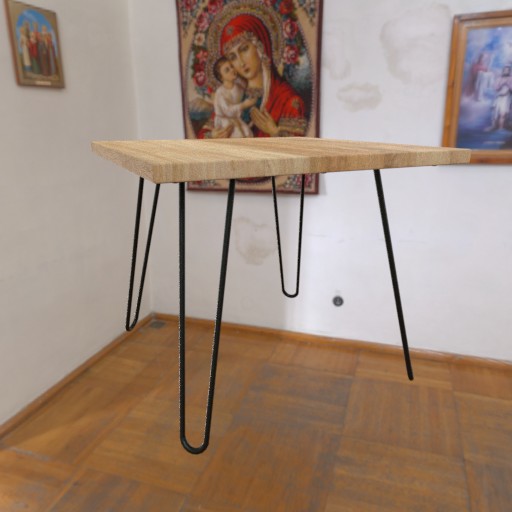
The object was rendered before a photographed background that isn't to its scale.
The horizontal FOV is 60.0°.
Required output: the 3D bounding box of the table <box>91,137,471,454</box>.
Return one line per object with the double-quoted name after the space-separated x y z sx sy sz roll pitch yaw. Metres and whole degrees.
0.000 0.000 1.026 0.599 0.500 0.599 -9 19 -25 "table"
